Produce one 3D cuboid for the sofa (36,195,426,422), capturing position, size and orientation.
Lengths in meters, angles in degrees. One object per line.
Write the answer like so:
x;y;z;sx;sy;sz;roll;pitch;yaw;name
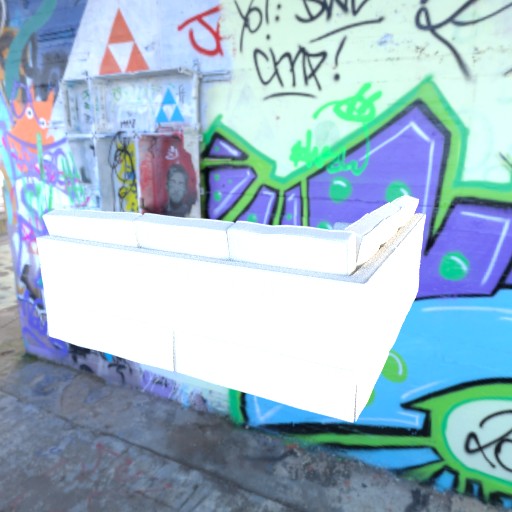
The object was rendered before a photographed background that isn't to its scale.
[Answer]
0.000;0.000;4.055;2.597;1.070;2.591;7;17;26;sofa
